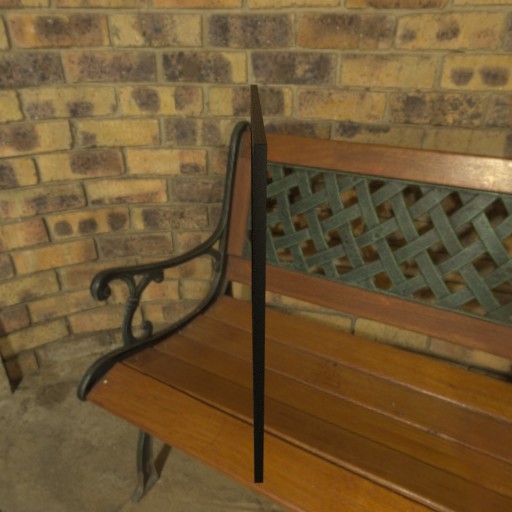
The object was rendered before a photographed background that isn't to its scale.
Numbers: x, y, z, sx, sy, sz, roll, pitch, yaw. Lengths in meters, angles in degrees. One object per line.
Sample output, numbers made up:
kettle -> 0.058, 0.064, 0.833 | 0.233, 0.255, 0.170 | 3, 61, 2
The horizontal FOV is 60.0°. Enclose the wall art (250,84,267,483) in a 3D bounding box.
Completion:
wall art -> 0.000, 0.000, 0.700 | 0.012, 0.458, 0.457 | 0, 27, -1
